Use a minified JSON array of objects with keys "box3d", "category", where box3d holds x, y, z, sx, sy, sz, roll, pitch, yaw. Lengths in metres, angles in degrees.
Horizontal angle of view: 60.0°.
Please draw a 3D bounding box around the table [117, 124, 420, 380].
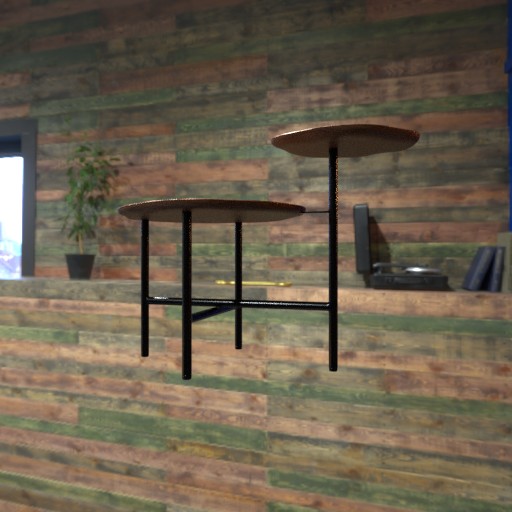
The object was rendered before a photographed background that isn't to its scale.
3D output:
[{"box3d":[0.000,0.000,1.092,0.759,0.538,0.442,0,0,19],"category":"table"}]
